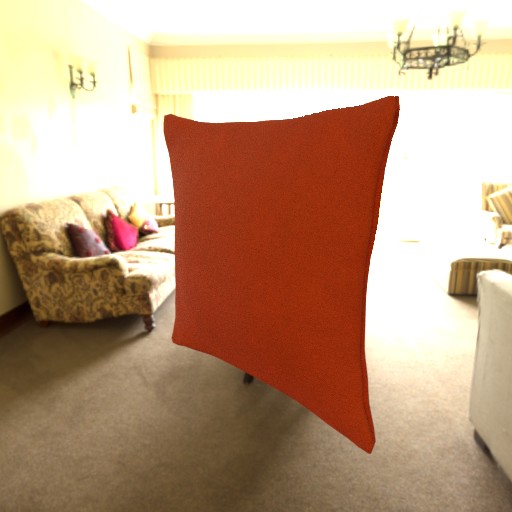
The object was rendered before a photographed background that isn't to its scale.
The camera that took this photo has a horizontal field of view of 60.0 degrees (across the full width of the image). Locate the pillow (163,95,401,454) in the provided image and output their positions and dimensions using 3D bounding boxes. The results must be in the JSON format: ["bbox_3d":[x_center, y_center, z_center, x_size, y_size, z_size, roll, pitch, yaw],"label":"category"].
[{"bbox_3d":[0.000,0.000,0.648,0.151,0.416,0.435,-13,19,-42],"label":"pillow"}]
